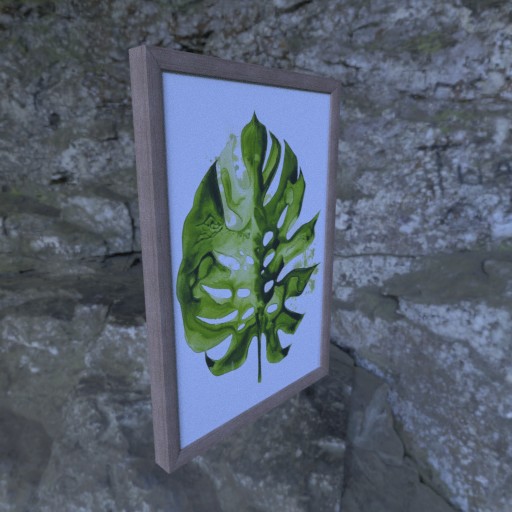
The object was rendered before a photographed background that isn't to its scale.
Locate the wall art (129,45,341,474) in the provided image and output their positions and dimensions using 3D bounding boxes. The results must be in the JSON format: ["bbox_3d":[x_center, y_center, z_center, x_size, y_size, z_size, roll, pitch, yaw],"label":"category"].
[{"bbox_3d":[0.000,0.000,0.642,0.031,0.509,0.356,13,19,42],"label":"wall art"}]
